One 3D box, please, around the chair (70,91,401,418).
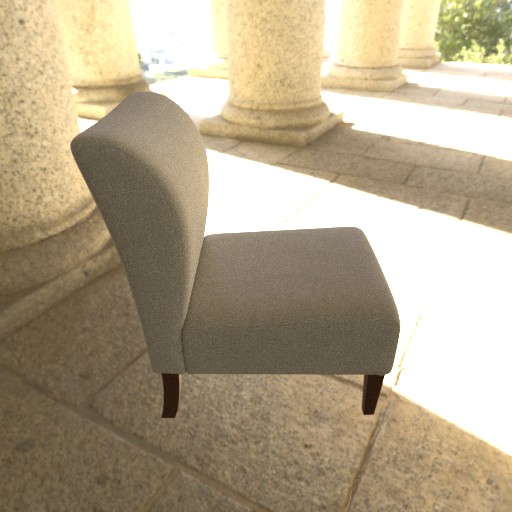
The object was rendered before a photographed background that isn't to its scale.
[{"bbox_3d":[0.000,0.000,1.295,0.754,0.833,0.521,0,31,0],"label":"chair"}]
